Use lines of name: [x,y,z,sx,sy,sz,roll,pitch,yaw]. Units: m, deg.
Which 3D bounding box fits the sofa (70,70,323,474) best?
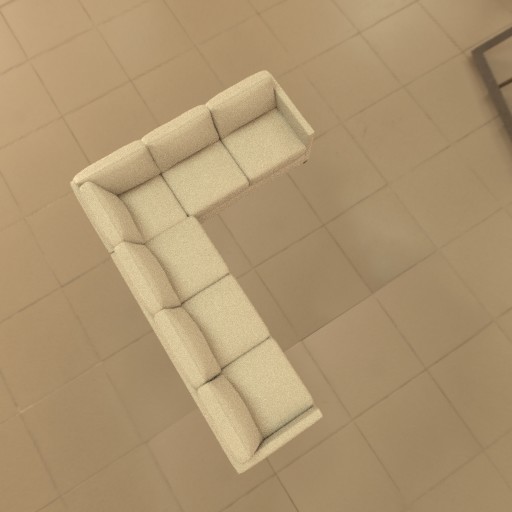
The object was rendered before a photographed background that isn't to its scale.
sofa: [0.000,0.000,4.624,2.522,0.934,3.333,-32,78,-8]
